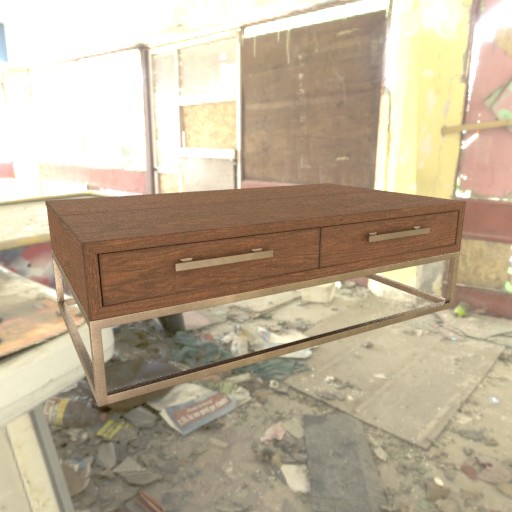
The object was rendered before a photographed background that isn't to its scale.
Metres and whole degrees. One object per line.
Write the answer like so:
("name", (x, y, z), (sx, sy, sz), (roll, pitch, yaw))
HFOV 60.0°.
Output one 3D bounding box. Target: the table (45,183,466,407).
("table", (0.000, 0.000, 1.465), (1.167, 0.361, 0.719), (-8, 17, -29))
